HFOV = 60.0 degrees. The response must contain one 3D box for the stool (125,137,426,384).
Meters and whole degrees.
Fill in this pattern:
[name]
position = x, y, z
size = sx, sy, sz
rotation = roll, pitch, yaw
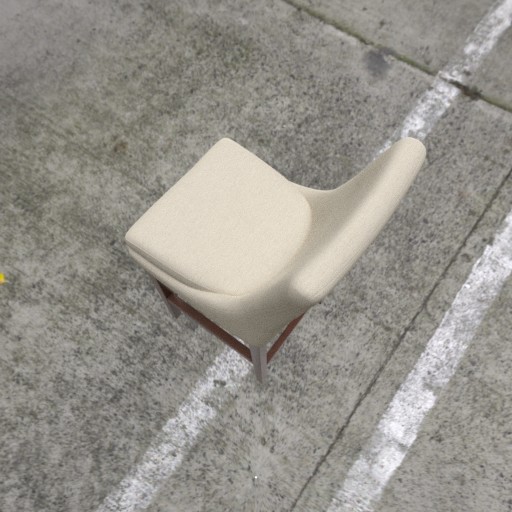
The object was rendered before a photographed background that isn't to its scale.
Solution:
[stool]
position = 0.000, 0.000, 1.295
size = 0.577, 0.981, 0.470
rotation = 34, 68, 16
